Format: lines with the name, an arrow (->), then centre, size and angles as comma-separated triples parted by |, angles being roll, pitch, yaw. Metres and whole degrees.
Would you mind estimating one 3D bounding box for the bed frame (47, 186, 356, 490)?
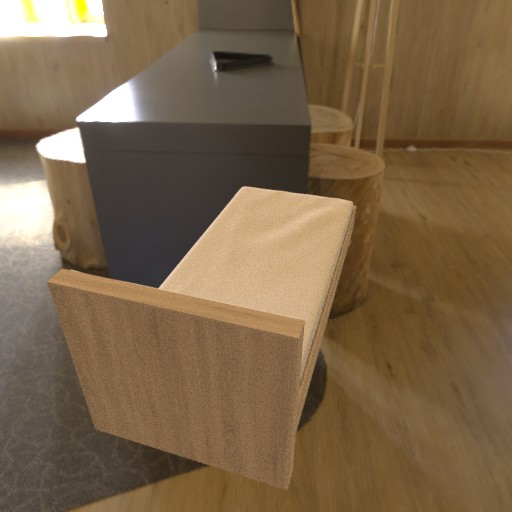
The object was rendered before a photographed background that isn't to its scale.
bed frame -> 0.000, 0.000, 2.673 | 0.990, 0.920, 2.140 | 10, 35, 15
